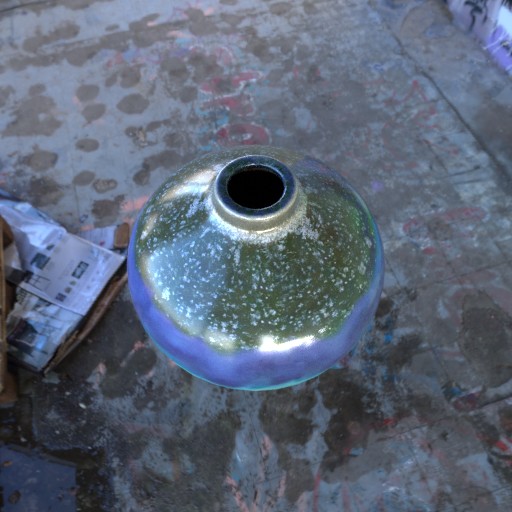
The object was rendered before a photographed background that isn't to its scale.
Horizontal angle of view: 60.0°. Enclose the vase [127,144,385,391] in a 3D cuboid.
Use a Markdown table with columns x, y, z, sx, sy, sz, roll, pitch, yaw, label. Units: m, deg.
| x | y | z | sx | sy | sz | roll | pitch | yaw | label |
| --- | --- | --- | --- | --- | --- | --- | --- | --- | --- |
| 0.000 | 0.000 | 0.267 | 0.154 | 0.133 | 0.154 | 0 | 59 | 0 | vase |
